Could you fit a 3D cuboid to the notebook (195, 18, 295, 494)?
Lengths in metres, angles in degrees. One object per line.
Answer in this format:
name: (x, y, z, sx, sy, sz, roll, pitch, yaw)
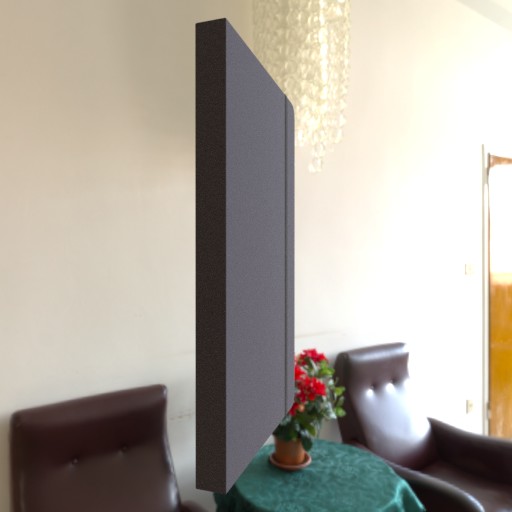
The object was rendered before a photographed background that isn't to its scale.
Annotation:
notebook: (0.000, 0.000, 0.259, 0.016, 0.213, 0.127, 0, 0, 19)
